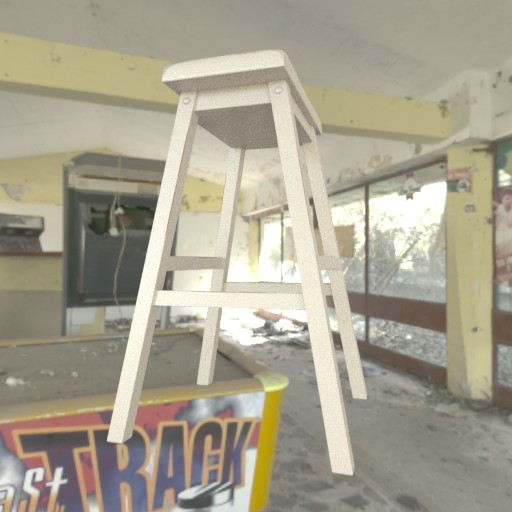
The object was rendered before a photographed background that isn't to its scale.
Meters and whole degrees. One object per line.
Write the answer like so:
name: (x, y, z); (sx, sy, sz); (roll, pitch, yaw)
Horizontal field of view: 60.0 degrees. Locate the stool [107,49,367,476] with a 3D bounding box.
stool: (0.000, 0.000, 1.027); (0.476, 0.737, 0.457); (0, -1, 17)
